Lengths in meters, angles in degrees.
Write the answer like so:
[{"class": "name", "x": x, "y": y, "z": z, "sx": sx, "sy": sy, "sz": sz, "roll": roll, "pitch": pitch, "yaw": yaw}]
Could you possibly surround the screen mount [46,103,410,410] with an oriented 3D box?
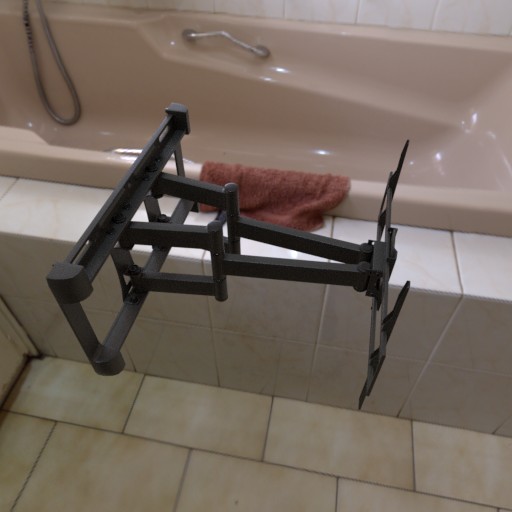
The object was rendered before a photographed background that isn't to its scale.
[{"class": "screen mount", "x": 0.000, "y": 0.000, "z": 0.970, "sx": 0.556, "sy": 0.424, "sz": 0.571, "roll": 10, "pitch": 48, "yaw": 9}]
